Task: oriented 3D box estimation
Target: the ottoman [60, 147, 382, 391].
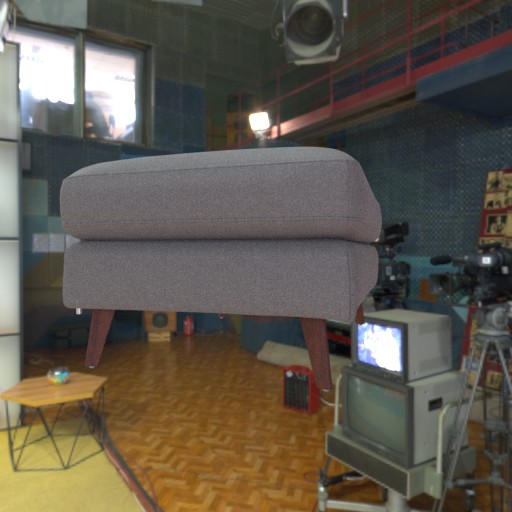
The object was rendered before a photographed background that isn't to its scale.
[{"bbox_3d":[0.000,0.000,1.158,0.608,0.449,0.811,0,1,18],"label":"ottoman"}]
